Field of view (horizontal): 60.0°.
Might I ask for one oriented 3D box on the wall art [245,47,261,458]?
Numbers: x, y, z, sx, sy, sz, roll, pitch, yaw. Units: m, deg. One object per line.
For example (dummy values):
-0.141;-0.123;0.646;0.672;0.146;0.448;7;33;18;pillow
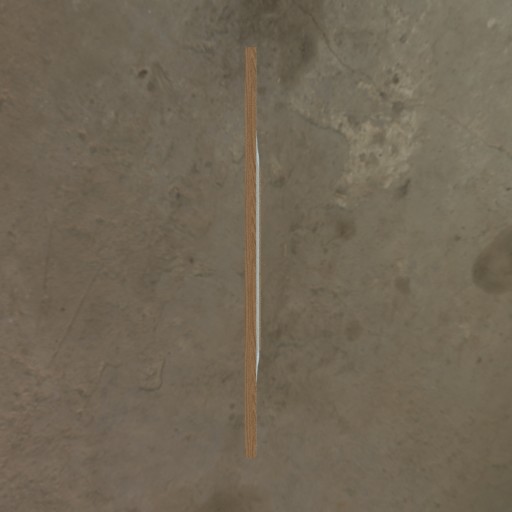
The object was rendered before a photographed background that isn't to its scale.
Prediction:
0.000;0.000;1.305;0.020;1.016;0.739;0;89;1;wall art
